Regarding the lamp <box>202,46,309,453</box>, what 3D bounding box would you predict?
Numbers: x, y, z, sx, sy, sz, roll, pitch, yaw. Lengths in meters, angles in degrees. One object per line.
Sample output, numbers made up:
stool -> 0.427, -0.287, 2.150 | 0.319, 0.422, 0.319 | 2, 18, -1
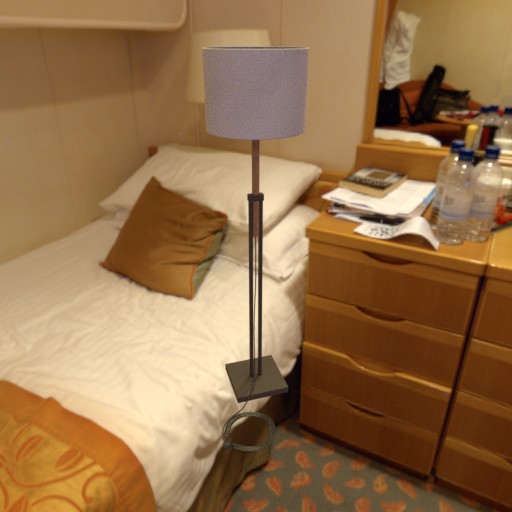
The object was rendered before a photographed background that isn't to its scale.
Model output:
lamp -> 0.000, 0.000, 1.944 | 0.474, 1.650, 0.639 | -8, 27, -15
